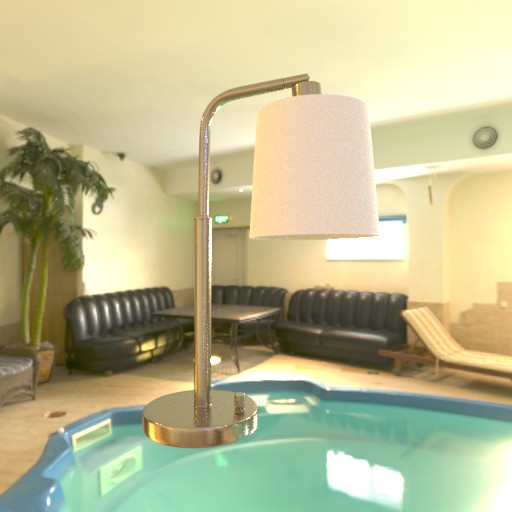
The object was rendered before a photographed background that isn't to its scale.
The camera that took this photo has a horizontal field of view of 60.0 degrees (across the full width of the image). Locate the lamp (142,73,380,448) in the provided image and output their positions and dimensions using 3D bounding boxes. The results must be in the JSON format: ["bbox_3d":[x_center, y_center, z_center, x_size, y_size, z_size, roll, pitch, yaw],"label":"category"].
[{"bbox_3d":[0.000,0.000,0.616,0.333,0.489,0.171,0,0,18],"label":"lamp"}]
